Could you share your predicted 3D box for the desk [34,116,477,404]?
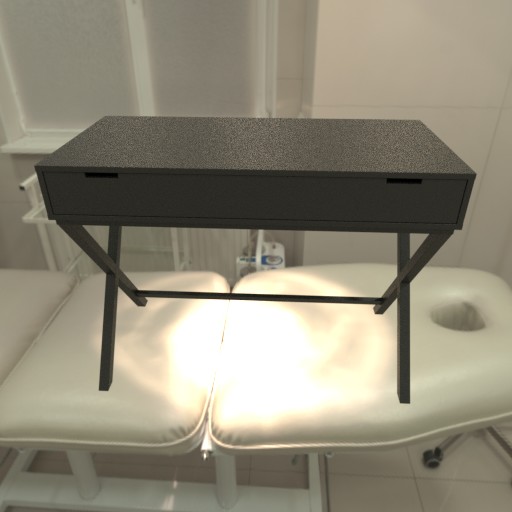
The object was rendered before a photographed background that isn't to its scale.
[{"bbox_3d":[0.000,0.000,1.472,1.057,0.780,0.504,2,31,3],"label":"desk"}]
